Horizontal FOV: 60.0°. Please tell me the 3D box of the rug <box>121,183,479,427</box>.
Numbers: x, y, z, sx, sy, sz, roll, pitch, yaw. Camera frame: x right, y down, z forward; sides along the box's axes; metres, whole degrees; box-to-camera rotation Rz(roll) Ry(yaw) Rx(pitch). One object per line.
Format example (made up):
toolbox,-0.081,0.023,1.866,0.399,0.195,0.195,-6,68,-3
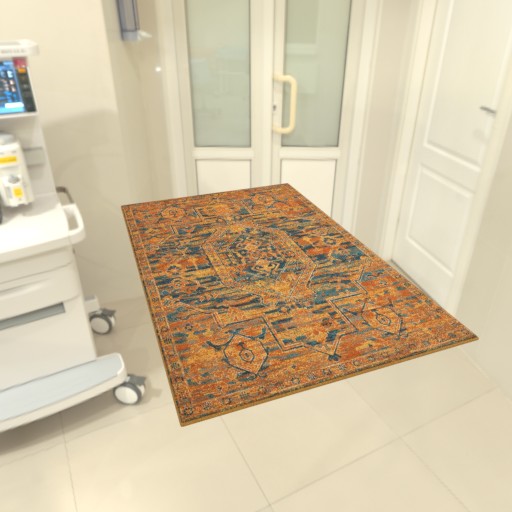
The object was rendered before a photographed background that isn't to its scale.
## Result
rug,0.000,0.000,1.082,0.557,0.008,0.863,-10,31,-18
